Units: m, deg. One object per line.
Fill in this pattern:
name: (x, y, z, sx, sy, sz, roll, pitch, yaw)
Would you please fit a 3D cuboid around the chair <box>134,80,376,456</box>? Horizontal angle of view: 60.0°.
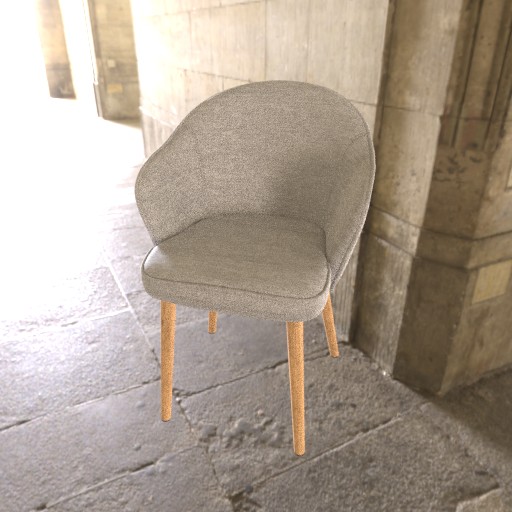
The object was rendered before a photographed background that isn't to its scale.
chair: (0.000, 0.000, 1.137, 0.540, 0.800, 0.530, 8, 27, 15)
